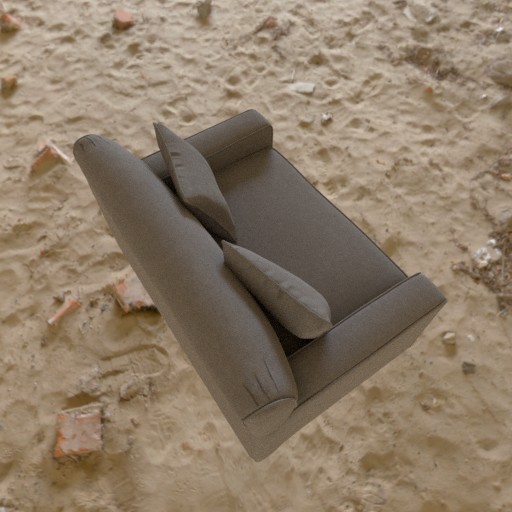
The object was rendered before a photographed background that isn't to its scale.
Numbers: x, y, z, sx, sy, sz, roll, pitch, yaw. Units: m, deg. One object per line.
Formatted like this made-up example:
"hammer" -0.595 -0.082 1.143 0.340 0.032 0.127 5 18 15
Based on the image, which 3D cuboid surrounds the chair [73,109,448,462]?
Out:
"chair" 0.000 0.000 2.049 0.992 0.953 1.395 -30 63 -17
